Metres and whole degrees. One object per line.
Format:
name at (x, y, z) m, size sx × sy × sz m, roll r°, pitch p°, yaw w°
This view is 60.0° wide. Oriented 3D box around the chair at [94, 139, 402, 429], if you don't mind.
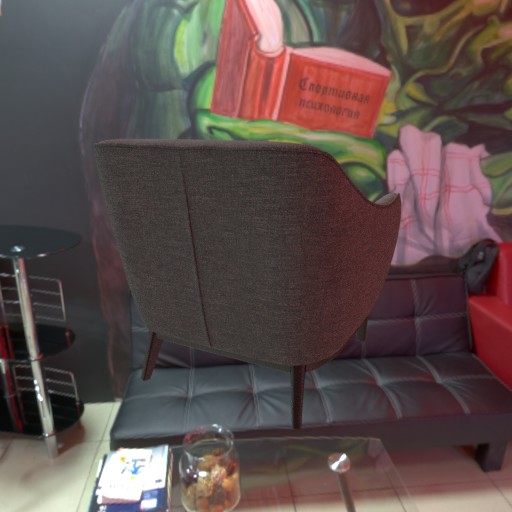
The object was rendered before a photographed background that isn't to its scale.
chair at (0.000, 0.000, 1.593) m, size 0.870 × 0.829 × 0.851 m, roll 8°, pitch 18°, yaw 26°
